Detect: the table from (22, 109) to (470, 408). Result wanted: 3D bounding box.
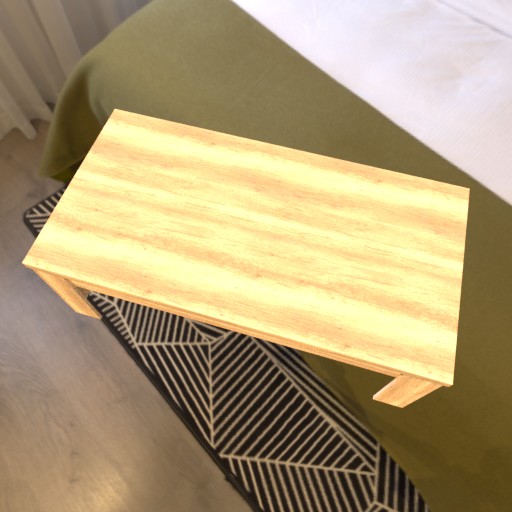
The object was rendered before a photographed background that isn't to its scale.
[{"bbox_3d":[0.000,0.000,1.684,1.350,0.460,0.700,15,63,8],"label":"table"}]
